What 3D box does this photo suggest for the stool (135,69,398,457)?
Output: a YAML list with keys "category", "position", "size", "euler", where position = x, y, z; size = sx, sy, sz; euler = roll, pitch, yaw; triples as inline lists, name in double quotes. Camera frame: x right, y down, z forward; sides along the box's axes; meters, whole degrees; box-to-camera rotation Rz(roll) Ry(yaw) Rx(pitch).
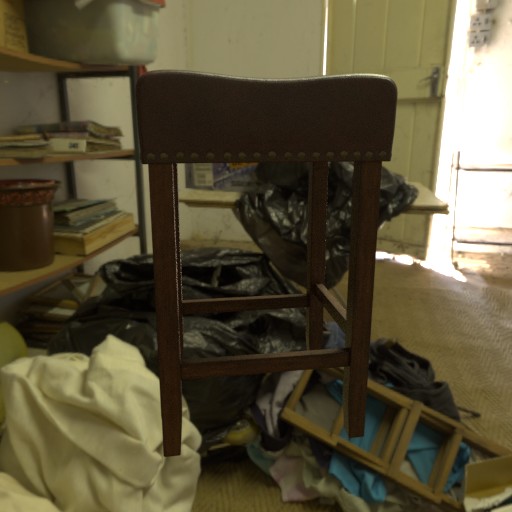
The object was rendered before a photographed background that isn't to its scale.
- category: "stool"
  position: [0.000, 0.000, 1.045]
  size: [0.465, 0.769, 0.401]
  euler: [-2, 16, -8]
